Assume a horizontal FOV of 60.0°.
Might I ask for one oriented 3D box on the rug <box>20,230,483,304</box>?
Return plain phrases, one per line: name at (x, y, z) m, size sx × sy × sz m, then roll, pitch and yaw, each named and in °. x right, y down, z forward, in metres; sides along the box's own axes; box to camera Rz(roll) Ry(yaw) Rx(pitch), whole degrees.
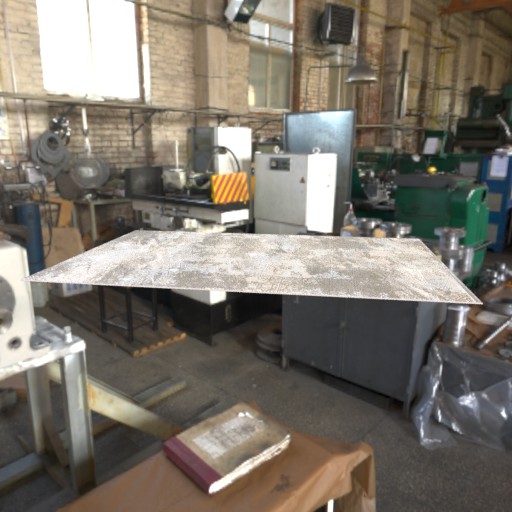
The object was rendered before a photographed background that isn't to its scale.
rug at (0.000, 0.000, 3.033) m, size 2.431 × 0.012 × 1.536 m, roll 2°, pitch 14°, yaw 9°
